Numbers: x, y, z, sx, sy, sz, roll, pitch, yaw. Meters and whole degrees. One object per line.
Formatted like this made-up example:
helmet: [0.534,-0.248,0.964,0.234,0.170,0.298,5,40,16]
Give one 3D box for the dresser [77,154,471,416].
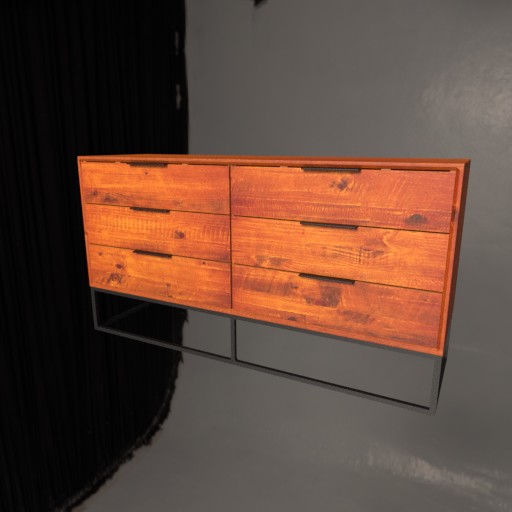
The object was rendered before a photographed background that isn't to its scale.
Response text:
dresser: [0.000,0.000,1.868,1.536,0.810,0.464,7,16,26]
